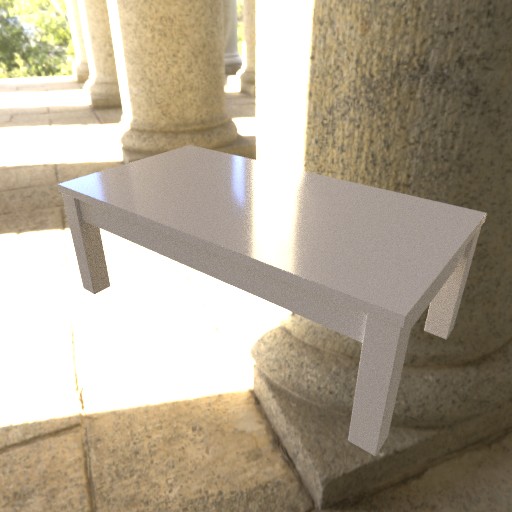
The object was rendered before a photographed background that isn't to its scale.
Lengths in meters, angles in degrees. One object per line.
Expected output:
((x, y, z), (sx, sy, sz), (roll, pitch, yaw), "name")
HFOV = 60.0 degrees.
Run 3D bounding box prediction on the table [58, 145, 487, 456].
((0.000, 0.000, 1.667), (1.350, 0.470, 0.700), (21, 35, 32), "table")
